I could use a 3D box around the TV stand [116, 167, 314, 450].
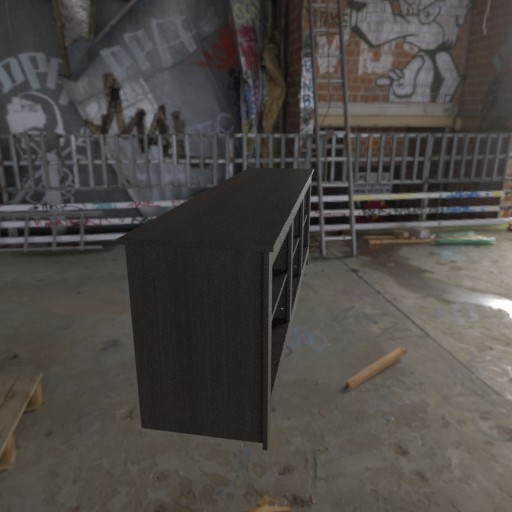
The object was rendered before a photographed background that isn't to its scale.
[{"bbox_3d":[0.000,0.000,2.024,0.406,0.610,1.778,3,17,10],"label":"TV stand"}]
